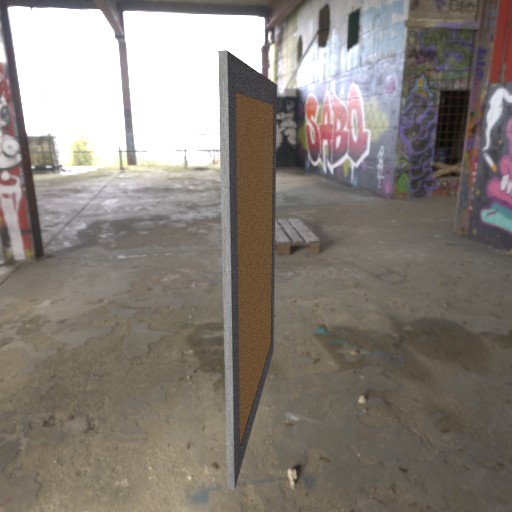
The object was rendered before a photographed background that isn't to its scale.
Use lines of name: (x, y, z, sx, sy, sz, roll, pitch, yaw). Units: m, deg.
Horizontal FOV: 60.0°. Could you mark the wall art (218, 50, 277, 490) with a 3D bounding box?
wall art: (0.000, 0.000, 1.390, 0.020, 1.070, 0.768, 3, 17, 10)
